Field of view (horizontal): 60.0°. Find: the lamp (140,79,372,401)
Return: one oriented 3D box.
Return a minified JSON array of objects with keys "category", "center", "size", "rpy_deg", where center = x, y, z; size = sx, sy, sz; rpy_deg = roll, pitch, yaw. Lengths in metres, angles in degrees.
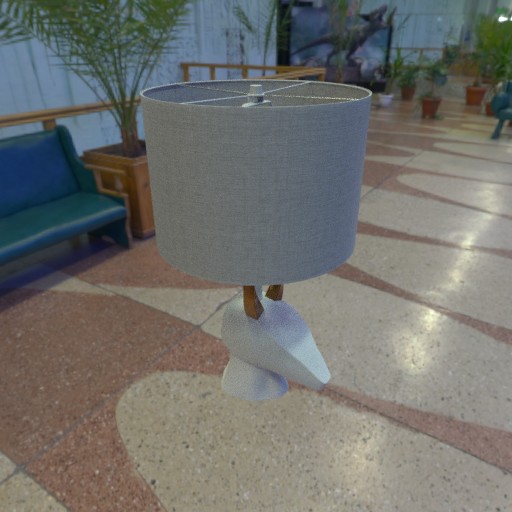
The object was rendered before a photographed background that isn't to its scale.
[{"category":"lamp","center":[0.000,0.000,0.696],"size":[0.298,0.503,0.298],"rpy_deg":[18,32,31]}]
